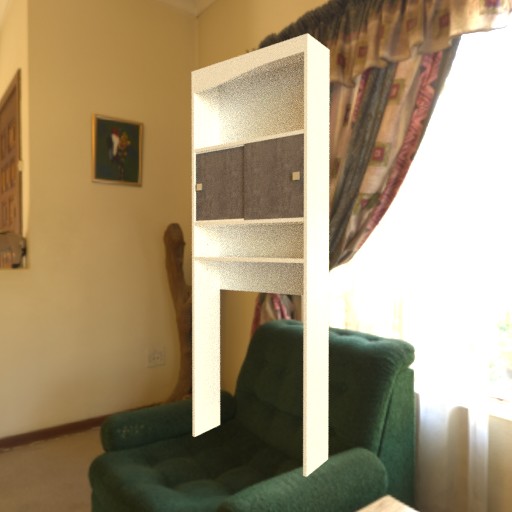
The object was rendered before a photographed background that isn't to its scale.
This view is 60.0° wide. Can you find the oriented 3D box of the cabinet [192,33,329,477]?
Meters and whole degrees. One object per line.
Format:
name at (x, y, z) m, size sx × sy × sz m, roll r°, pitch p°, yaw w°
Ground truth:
cabinet at (0.000, 0.000, 2.033) m, size 0.643 × 1.770 × 0.192 m, roll 1°, pitch 1°, yaw 37°
